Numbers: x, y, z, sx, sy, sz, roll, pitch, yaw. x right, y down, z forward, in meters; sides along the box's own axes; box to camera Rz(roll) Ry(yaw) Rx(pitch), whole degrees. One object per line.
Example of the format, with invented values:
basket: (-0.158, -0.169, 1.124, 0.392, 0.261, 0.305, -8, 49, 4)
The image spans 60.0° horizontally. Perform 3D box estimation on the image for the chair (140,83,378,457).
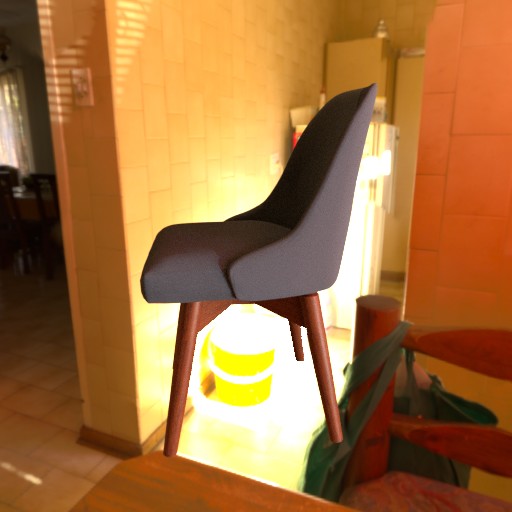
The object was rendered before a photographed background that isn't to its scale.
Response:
chair: (0.000, 0.000, 1.220, 0.589, 0.882, 0.503, -2, 15, -7)
